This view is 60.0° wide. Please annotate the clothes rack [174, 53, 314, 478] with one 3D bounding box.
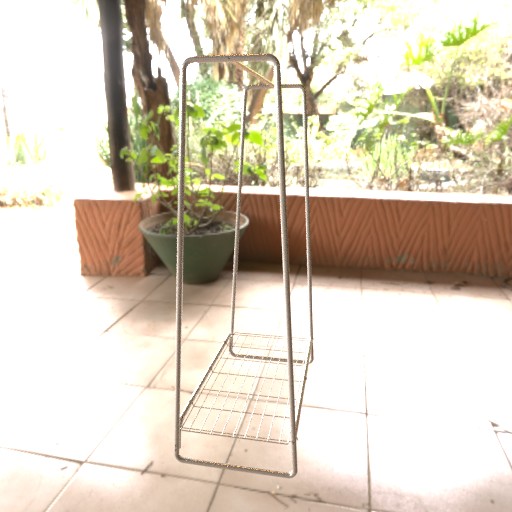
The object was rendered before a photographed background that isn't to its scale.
[{"bbox_3d":[0.000,0.000,1.951,0.495,1.500,0.900,3,16,11],"label":"clothes rack"}]
